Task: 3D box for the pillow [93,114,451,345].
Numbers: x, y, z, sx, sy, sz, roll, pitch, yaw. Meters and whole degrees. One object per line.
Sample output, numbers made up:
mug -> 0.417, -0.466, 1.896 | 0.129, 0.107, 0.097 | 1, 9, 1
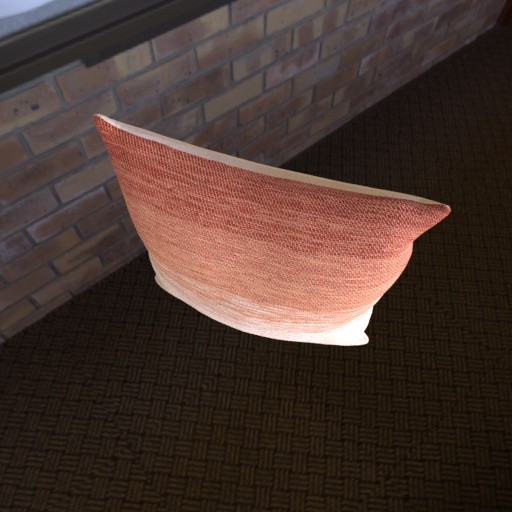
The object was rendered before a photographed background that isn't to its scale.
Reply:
pillow -> 0.000, 0.000, 0.687 | 0.440, 0.441, 0.182 | 16, 61, 9
